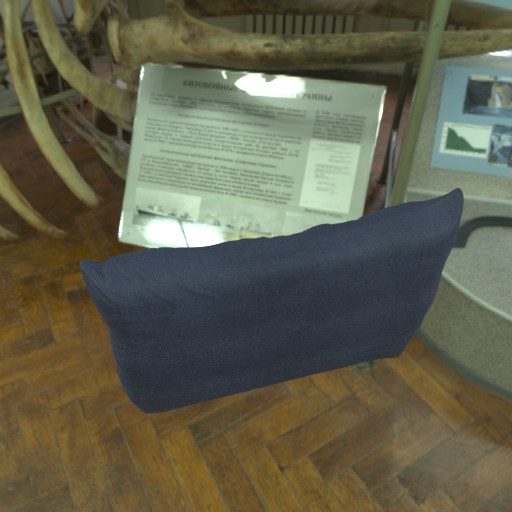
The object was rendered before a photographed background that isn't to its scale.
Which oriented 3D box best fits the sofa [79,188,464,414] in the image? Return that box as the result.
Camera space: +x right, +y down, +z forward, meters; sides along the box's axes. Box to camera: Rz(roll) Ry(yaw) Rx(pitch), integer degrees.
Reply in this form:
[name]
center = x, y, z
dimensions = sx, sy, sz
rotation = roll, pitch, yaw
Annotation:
[sofa]
center = 0.000, 0.000, 1.689
dimensions = 1.122, 0.778, 0.849
rotation = -10, 42, -12
